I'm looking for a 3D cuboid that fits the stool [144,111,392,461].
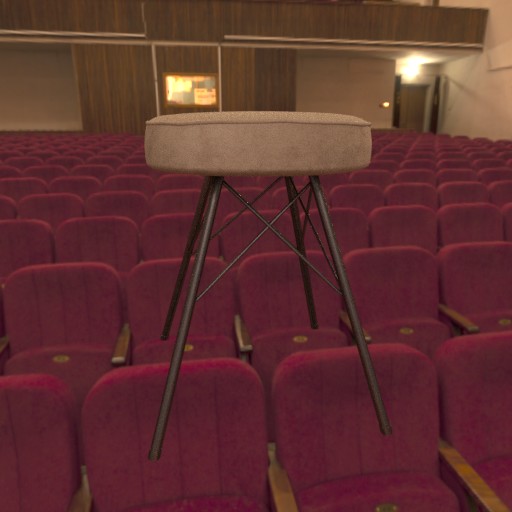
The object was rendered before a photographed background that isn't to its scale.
[{"bbox_3d":[0.000,0.000,0.883,0.423,0.538,0.457,-2,15,-9],"label":"stool"}]
